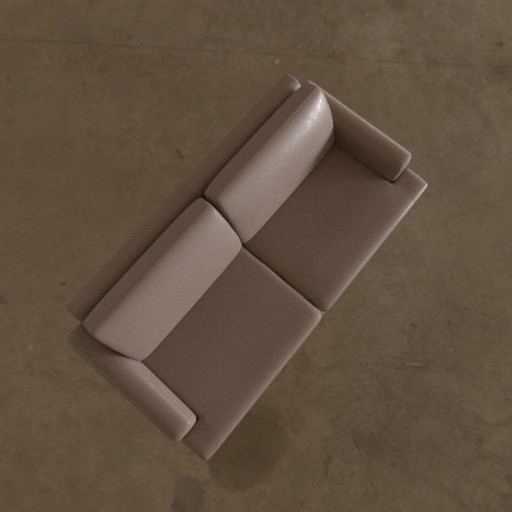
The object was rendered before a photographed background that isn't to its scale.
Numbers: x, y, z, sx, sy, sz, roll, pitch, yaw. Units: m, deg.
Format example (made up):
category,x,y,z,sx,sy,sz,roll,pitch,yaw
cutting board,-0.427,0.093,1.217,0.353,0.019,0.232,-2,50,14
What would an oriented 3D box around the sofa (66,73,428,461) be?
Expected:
category,x,y,z,sx,sy,sz,roll,pitch,yaw
sofa,0.000,0.000,2.412,0.974,0.765,1.940,39,79,9
